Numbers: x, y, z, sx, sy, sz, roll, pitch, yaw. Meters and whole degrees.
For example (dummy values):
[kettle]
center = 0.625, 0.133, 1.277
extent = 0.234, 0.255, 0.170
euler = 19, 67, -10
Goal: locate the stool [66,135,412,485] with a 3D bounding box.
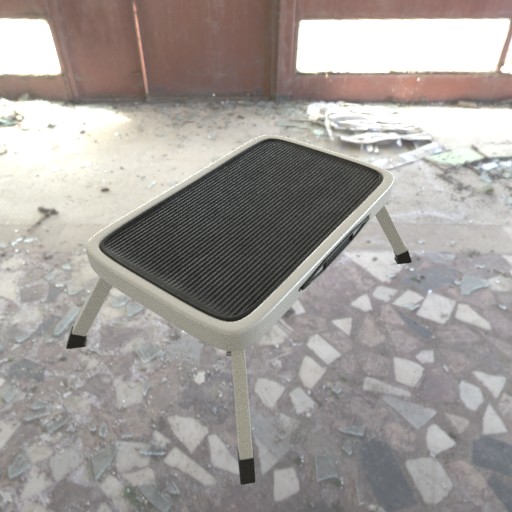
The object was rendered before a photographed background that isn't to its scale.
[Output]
[stool]
center = 0.000, 0.000, 0.620
extent = 0.320, 0.170, 0.460
euler = 25, 46, 27
